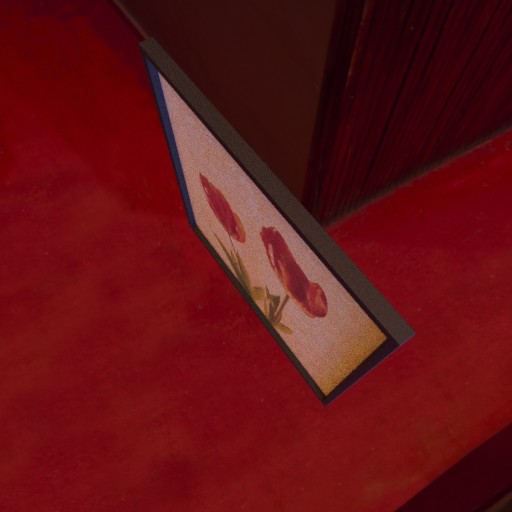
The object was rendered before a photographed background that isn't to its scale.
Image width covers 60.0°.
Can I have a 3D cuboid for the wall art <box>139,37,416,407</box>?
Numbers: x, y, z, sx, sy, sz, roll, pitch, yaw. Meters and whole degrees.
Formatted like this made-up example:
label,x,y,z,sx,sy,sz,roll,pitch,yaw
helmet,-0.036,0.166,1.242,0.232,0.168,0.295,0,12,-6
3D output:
label,x,y,z,sx,sy,sz,roll,pitch,yaw
wall art,0.000,0.000,1.179,0.043,0.807,0.805,-33,69,-14
